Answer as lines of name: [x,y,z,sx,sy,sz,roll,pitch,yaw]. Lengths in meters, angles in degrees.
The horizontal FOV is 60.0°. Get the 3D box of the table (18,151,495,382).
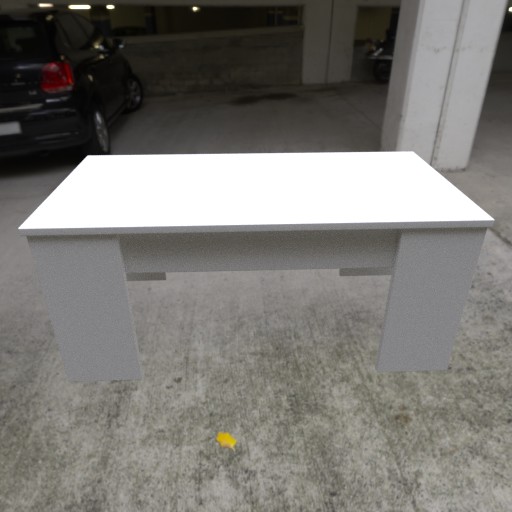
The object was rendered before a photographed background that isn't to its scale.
table: [0.000,0.000,1.253,1.000,0.440,0.500,-1,30,-2]
